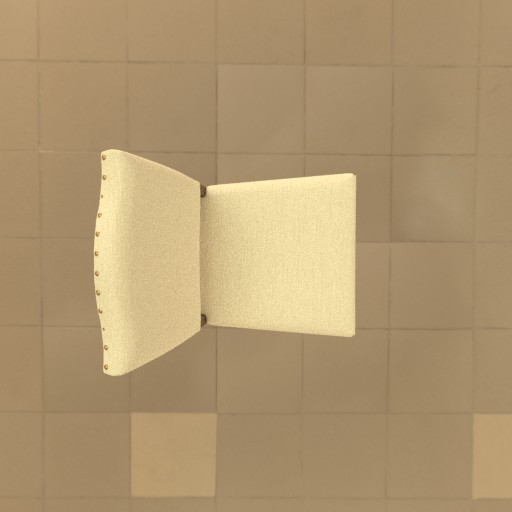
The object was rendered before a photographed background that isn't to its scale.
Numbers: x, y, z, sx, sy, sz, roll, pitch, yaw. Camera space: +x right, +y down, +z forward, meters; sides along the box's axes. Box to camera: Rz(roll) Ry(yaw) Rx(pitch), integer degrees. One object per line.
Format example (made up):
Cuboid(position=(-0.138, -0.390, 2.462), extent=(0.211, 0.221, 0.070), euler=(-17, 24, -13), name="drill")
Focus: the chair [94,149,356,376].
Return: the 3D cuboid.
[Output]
Cuboid(position=(0.000, 0.000, 1.324), extent=(0.619, 1.015, 0.508), euler=(0, 92, -1), name="chair")
